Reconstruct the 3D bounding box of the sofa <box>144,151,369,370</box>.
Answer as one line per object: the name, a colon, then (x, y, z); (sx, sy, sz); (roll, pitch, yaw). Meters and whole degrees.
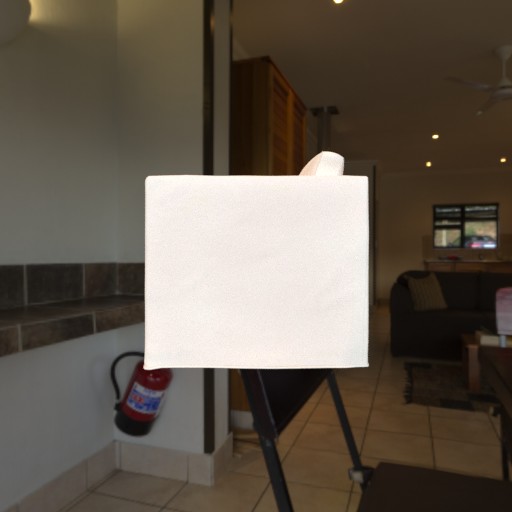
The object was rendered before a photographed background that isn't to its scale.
sofa: (0.000, 0.000, 3.313); (1.036, 0.999, 2.779); (0, 0, 0)
